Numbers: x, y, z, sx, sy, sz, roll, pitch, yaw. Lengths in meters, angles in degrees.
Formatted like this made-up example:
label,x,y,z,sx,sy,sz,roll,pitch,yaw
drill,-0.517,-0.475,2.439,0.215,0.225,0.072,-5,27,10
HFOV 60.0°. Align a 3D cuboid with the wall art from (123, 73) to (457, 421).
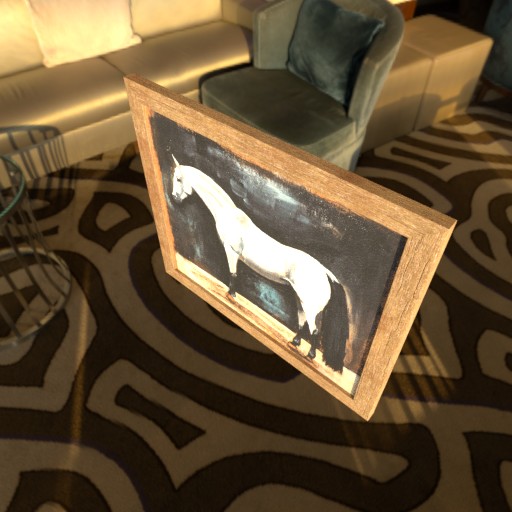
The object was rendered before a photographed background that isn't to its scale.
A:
label,x,y,z,sx,sy,sz,roll,pitch,yaw
wall art,0.000,0.000,0.953,0.690,0.588,0.026,32,54,27
